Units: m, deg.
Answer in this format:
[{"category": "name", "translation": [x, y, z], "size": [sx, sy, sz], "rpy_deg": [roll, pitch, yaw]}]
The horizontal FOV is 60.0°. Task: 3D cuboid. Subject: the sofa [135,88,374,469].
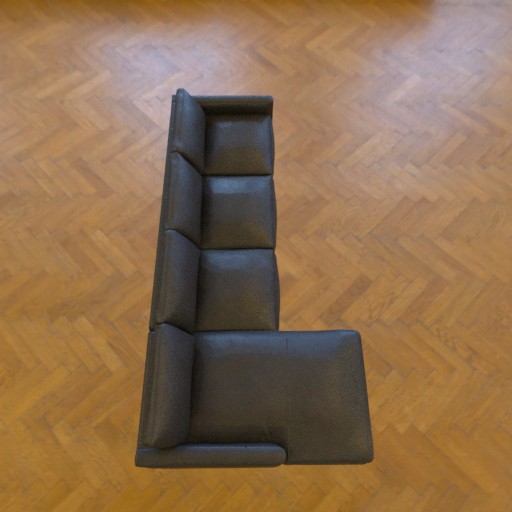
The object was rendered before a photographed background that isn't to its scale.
[{"category": "sofa", "translation": [0.000, 0.000, 3.468], "size": [1.471, 0.859, 2.993], "rpy_deg": [0, 64, 0]}]
